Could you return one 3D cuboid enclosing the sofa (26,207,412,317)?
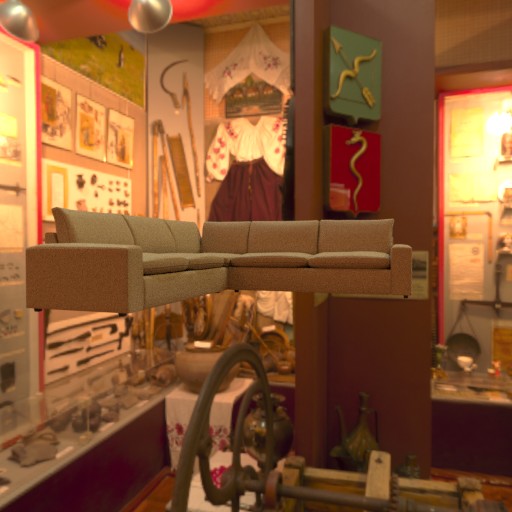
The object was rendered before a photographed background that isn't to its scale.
[{"bbox_3d":[0.000,0.000,4.100,2.742,0.800,2.622,0,1,18],"label":"sofa"}]
